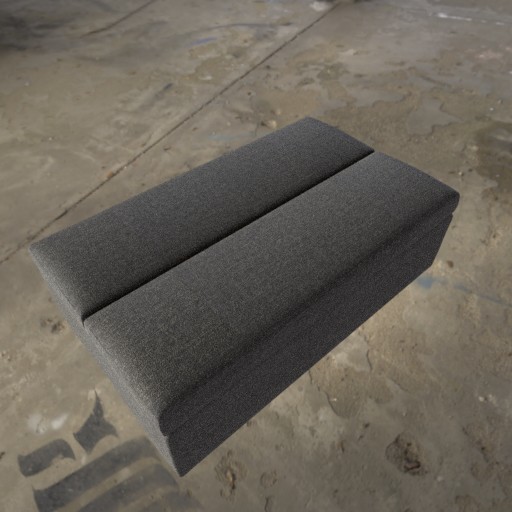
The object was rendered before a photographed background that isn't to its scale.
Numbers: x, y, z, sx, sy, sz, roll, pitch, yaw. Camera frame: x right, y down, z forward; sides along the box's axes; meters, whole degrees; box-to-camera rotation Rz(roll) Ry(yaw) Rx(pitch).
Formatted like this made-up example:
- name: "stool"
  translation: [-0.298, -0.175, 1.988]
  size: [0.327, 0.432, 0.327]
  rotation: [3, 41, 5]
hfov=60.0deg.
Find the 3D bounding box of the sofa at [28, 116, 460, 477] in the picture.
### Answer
- name: "sofa"
  translation: [0.000, 0.000, 1.543]
  size: [1.198, 0.417, 0.782]
  rotation: [-32, 53, -28]
